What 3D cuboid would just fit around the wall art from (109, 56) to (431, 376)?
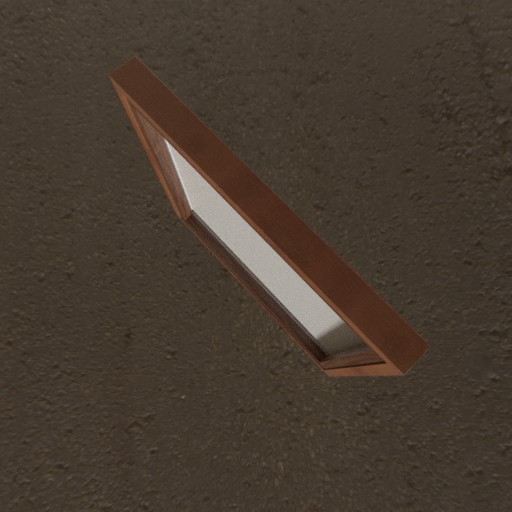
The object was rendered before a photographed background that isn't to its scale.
[{"bbox_3d":[0.000,0.000,0.609,0.035,0.403,0.403,-42,79,-10],"label":"wall art"}]
